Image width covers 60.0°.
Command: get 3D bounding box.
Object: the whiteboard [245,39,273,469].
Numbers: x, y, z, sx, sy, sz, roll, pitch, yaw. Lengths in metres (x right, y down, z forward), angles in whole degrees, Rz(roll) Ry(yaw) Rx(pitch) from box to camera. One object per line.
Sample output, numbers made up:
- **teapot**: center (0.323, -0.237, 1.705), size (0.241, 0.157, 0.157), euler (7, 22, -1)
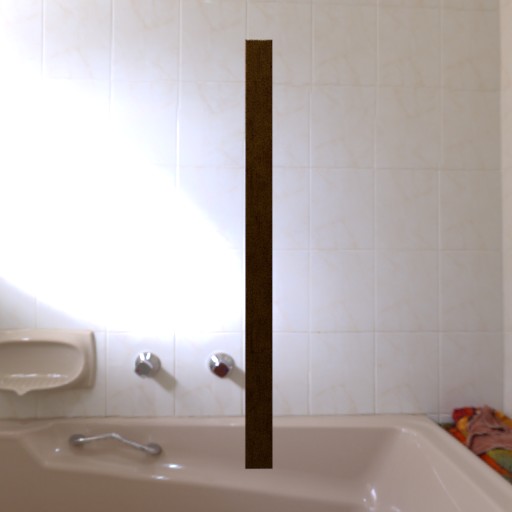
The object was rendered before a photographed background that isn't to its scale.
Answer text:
- **whiteboard**: center (0.000, 0.000, 0.752), size (0.029, 0.457, 0.561), euler (0, -1, -1)
